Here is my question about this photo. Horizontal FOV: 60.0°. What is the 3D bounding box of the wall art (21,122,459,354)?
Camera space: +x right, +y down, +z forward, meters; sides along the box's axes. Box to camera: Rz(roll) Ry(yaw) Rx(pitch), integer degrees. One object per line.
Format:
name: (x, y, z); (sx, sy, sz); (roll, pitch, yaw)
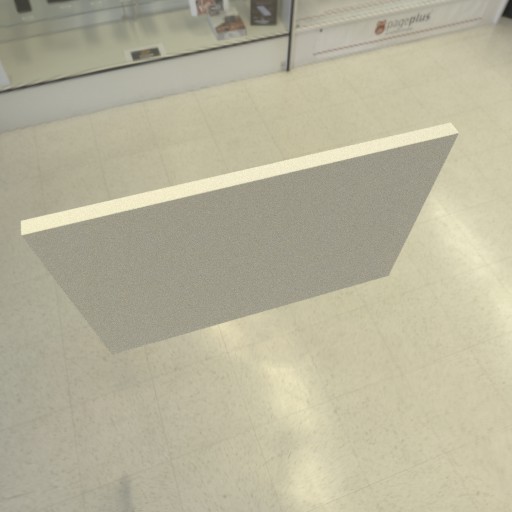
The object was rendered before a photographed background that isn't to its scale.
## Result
wall art: (0.000, 0.000, 1.132); (0.898, 0.601, 0.038); (-15, 58, -9)
